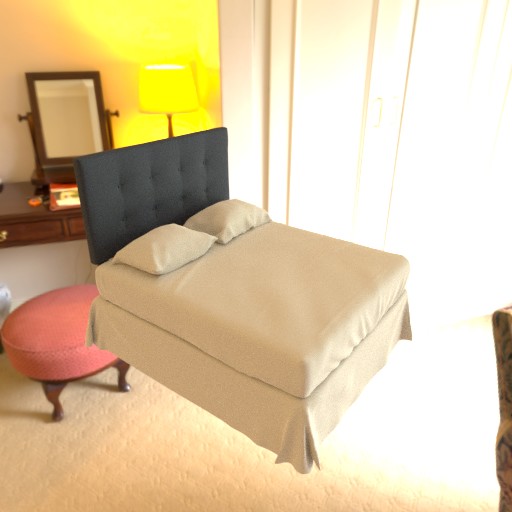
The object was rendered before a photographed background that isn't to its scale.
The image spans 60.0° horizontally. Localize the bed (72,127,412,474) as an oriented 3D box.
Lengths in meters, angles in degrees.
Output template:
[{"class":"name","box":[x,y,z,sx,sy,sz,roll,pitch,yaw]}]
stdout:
[{"class":"bed","box":[0.000,0.000,3.498,2.222,1.577,1.936,18,31,33]}]
